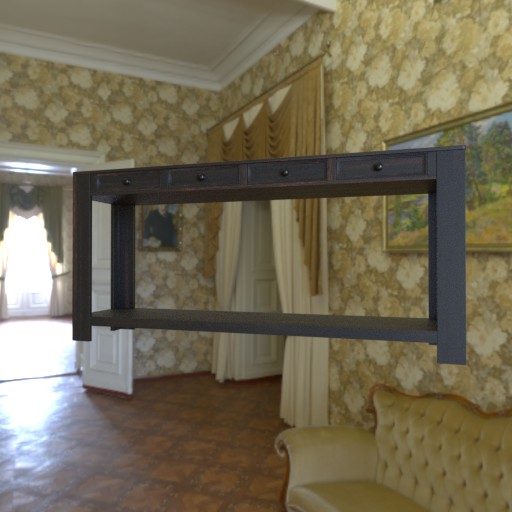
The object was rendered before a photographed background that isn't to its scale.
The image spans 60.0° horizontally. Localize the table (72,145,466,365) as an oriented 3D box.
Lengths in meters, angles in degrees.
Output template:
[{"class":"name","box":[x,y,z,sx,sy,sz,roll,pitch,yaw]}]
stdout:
[{"class":"table","box":[0.000,0.000,1.943,1.631,0.762,0.384,0,-1,17]}]
